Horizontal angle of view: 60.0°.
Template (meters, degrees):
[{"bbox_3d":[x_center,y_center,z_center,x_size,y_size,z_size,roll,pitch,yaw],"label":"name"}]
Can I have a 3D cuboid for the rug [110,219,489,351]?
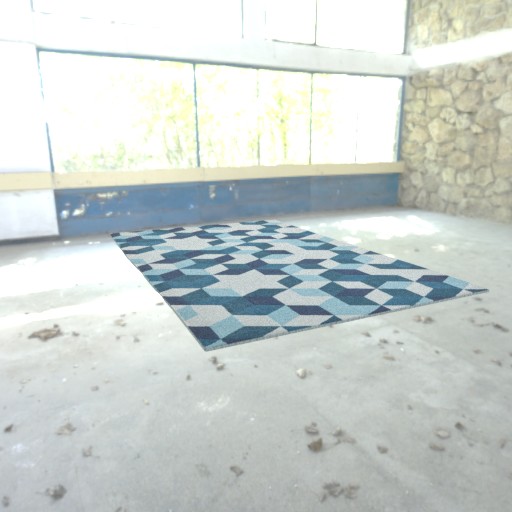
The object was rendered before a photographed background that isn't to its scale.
[{"bbox_3d":[0.000,0.000,2.338,1.235,0.014,1.829,-7,16,-25],"label":"rug"}]
